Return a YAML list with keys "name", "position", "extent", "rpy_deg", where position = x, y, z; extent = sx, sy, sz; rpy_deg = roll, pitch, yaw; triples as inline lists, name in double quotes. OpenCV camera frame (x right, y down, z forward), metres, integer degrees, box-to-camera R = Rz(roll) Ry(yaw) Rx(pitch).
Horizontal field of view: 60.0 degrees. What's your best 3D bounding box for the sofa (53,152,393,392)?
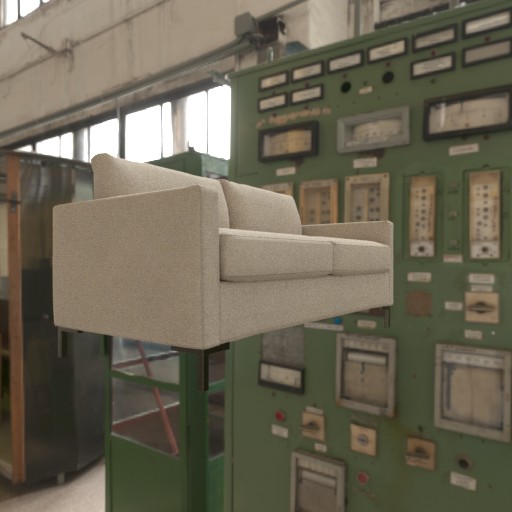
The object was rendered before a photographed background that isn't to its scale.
- name: "sofa"
  position: [0.000, 0.000, 2.223]
  extent: [0.875, 0.840, 1.682]
  rpy_deg: [0, -1, 37]
